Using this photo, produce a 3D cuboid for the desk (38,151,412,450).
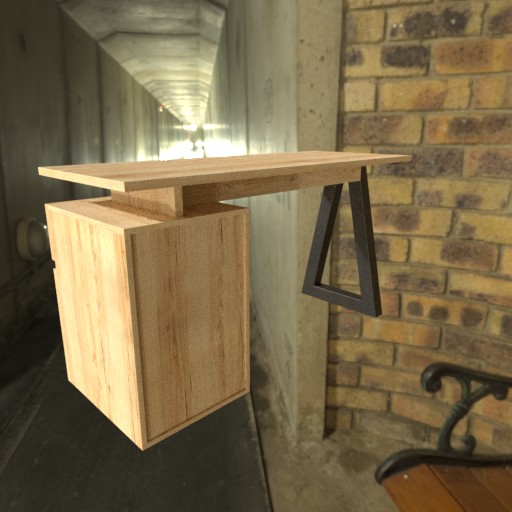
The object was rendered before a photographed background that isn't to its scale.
[{"bbox_3d":[0.000,0.000,1.796,1.400,0.760,0.550,-15,22,-42],"label":"desk"}]
